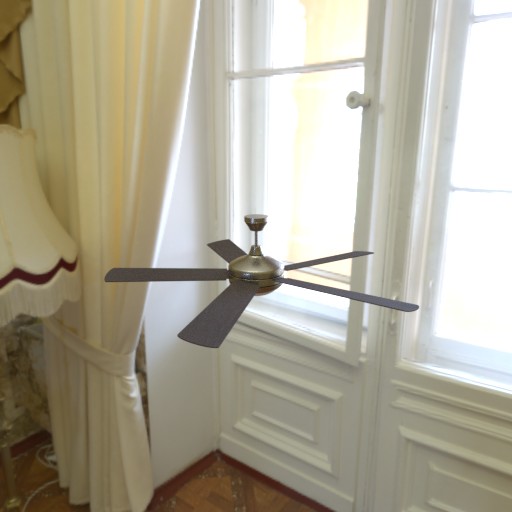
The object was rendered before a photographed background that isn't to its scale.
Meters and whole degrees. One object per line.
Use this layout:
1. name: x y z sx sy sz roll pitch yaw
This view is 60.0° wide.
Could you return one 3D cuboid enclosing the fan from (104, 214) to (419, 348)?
1. fan: 0.000 0.000 1.959 1.321 0.356 1.321 -3 16 -9
